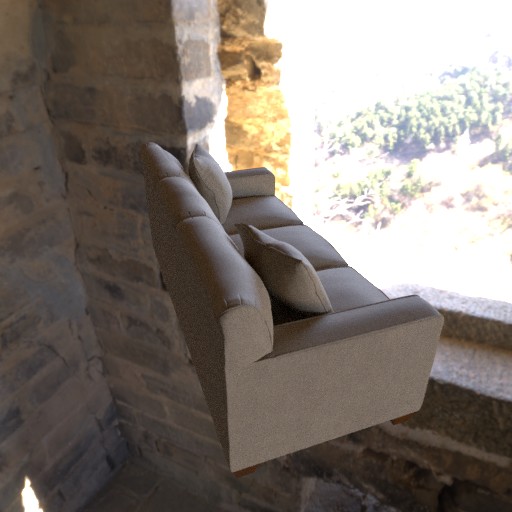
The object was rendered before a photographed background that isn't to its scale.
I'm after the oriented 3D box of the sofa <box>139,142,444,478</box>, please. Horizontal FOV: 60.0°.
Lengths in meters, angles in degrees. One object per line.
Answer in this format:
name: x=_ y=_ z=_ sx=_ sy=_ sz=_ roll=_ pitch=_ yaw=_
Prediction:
sofa: x=0.000 y=0.000 z=2.572 sx=0.997 sy=0.958 sz=2.024 roll=-10 pitch=31 yaw=-17
